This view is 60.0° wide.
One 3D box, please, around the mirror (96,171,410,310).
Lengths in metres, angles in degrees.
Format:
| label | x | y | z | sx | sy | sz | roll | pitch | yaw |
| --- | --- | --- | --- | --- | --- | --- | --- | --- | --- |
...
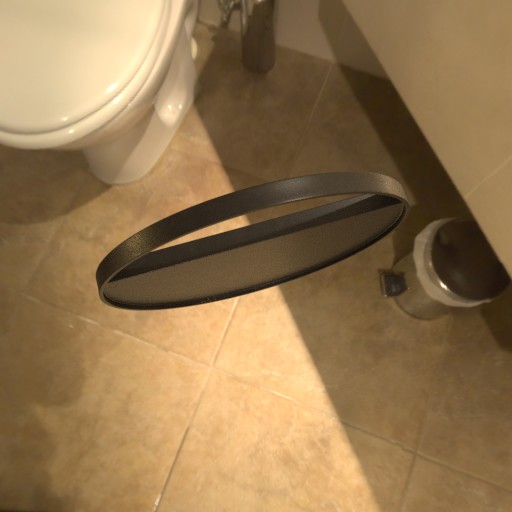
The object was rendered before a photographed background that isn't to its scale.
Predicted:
| label | x | y | z | sx | sy | sz | roll | pitch | yaw |
| --- | --- | --- | --- | --- | --- | --- | --- | --- | --- |
| mirror | 0.000 | 0.000 | 0.825 | 0.565 | 0.565 | 0.032 | -15 | 76 | -4 |
